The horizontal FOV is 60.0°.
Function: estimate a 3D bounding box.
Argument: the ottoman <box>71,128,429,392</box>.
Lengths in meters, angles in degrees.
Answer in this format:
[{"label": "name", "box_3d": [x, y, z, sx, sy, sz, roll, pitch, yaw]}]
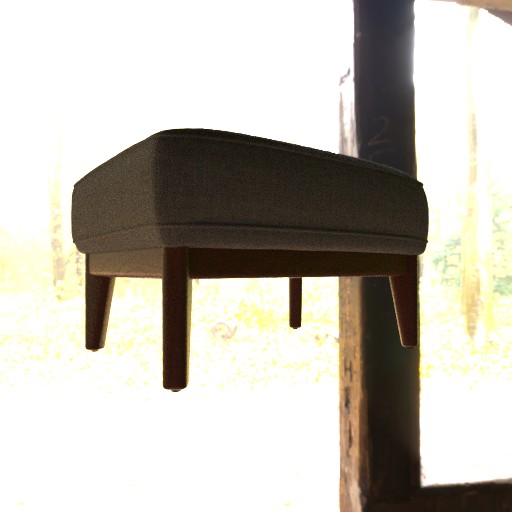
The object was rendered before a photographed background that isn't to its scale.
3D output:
[{"label": "ottoman", "box_3d": [0.000, 0.000, 1.088, 0.750, 0.458, 0.555, 1, -2, -37]}]
